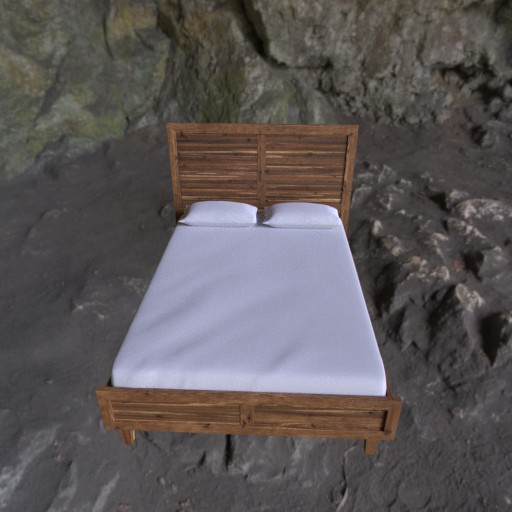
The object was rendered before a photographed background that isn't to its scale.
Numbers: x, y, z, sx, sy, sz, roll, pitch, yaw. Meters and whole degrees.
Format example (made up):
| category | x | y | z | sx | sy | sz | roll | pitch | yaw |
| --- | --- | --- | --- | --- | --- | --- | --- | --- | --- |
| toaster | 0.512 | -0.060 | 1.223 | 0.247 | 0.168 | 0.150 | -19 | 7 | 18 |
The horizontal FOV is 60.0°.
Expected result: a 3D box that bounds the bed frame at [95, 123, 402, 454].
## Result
| category | x | y | z | sx | sy | sz | roll | pitch | yaw |
| --- | --- | --- | --- | --- | --- | --- | --- | --- | --- |
| bed frame | 0.000 | 0.000 | 3.307 | 1.696 | 1.417 | 2.276 | 1 | 30 | 2 |
